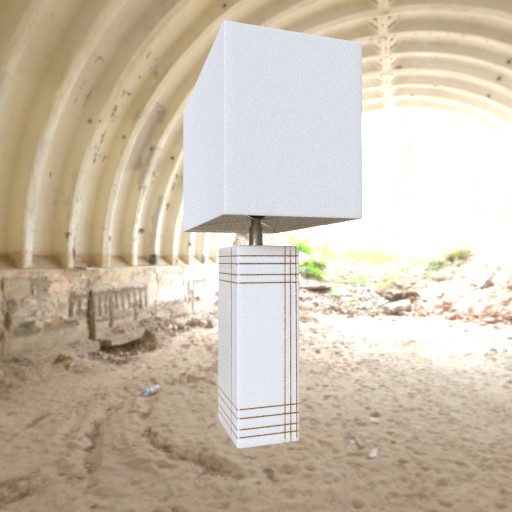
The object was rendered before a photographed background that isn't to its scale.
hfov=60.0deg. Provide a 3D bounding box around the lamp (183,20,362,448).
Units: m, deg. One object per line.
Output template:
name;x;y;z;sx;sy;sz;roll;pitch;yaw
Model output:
lamp;0.000;0.000;0.695;0.182;0.543;0.334;0;-1;-17
